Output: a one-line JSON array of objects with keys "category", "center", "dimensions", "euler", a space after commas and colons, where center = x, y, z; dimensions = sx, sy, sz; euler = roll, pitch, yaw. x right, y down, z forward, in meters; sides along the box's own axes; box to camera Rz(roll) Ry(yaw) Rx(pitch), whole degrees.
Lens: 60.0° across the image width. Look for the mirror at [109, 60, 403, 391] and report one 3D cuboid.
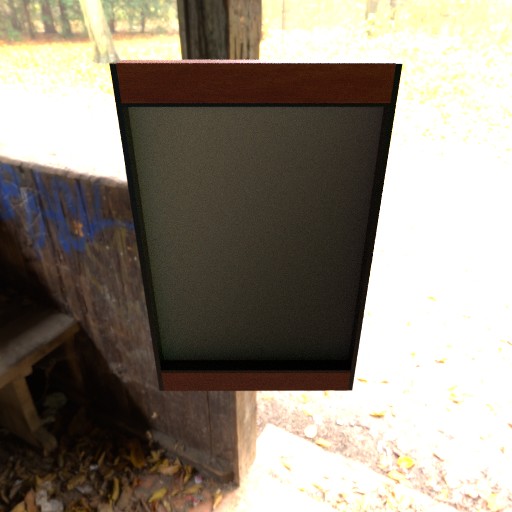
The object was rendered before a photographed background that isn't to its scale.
[{"category": "mirror", "center": [0.000, 0.000, 1.017], "dimensions": [0.525, 0.823, 0.047], "euler": [0, 30, 0]}]
